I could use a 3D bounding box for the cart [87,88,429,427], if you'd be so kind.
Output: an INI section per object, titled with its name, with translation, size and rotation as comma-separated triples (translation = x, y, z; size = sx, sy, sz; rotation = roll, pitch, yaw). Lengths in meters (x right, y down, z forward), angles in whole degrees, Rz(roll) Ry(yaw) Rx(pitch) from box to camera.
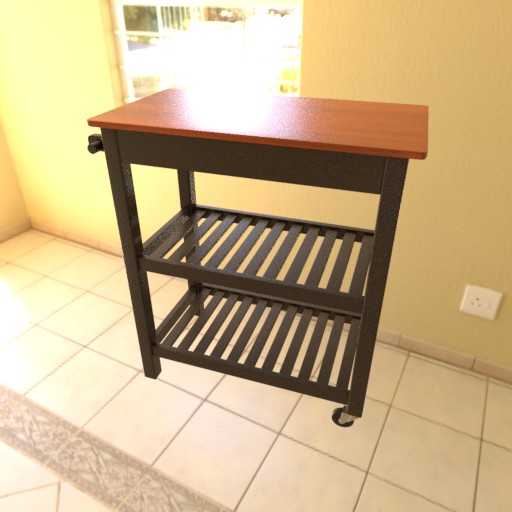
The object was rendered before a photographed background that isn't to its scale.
[cart]
translation = 0.000, 0.000, 1.457
size = 0.899, 0.927, 0.457
rotation = 10, 32, 16
